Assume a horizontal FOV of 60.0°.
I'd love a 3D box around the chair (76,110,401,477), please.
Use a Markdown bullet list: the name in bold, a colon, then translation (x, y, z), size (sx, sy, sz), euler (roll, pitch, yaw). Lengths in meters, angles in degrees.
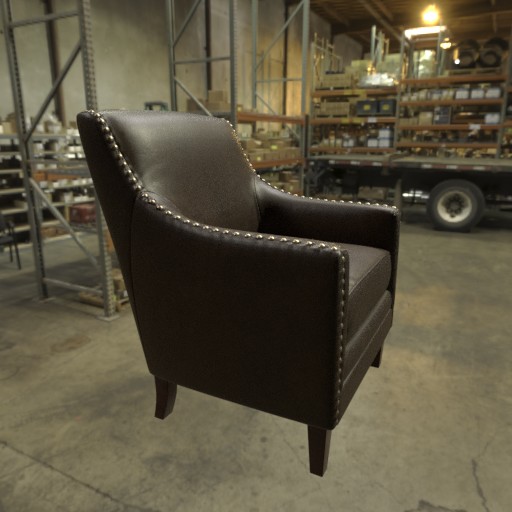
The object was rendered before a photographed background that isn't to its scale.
- **chair**: translation (0.000, 0.000, 1.284), size (0.704, 0.813, 0.639), euler (8, 17, 27)
